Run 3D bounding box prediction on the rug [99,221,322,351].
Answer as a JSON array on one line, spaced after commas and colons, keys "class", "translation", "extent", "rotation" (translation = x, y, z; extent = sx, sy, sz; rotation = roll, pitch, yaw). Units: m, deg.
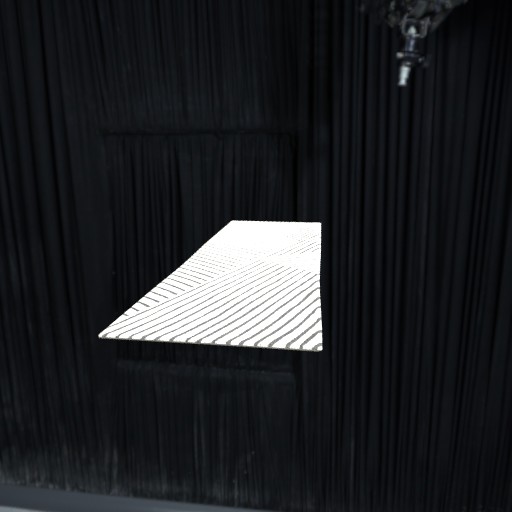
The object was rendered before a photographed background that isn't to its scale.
[{"class": "rug", "translation": [0.000, 0.000, 2.654], "extent": [0.773, 0.020, 2.439], "rotation": [2, 14, 8]}]
